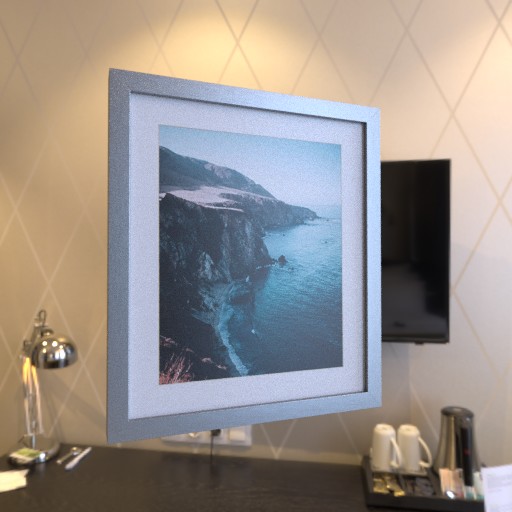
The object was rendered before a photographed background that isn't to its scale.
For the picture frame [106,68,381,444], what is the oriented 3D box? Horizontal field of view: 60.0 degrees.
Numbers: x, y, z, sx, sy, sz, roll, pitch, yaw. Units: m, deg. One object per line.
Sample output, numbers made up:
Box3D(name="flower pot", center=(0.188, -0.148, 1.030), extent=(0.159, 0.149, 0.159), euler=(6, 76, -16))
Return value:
Box3D(name="picture frame", center=(0.000, 0.000, 1.321), extent=(0.839, 0.968, 0.073), euler=(0, -1, -21))
